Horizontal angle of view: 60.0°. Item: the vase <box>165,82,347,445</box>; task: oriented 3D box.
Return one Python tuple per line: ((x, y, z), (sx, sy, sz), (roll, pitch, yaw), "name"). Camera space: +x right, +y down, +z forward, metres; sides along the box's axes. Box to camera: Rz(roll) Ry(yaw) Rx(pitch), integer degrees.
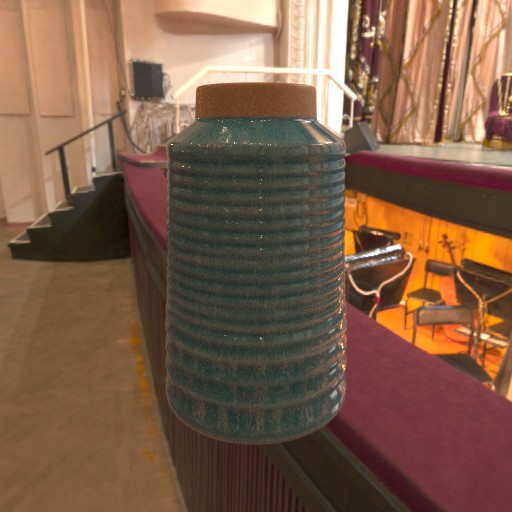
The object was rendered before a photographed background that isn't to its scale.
((0.000, 0.000, 0.374), (0.163, 0.267, 0.163), (0, 17, 0), "vase")
